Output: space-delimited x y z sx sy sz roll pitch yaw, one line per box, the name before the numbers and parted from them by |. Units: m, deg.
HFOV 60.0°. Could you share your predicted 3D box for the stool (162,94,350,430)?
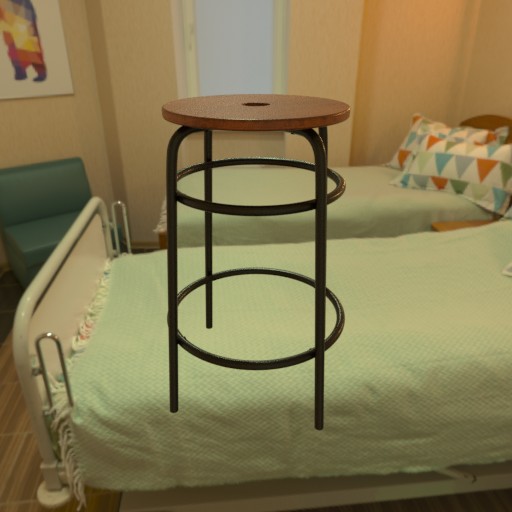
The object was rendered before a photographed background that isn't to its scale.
stool | 0.000 0.000 0.934 0.455 0.610 0.455 -18 31 -32
